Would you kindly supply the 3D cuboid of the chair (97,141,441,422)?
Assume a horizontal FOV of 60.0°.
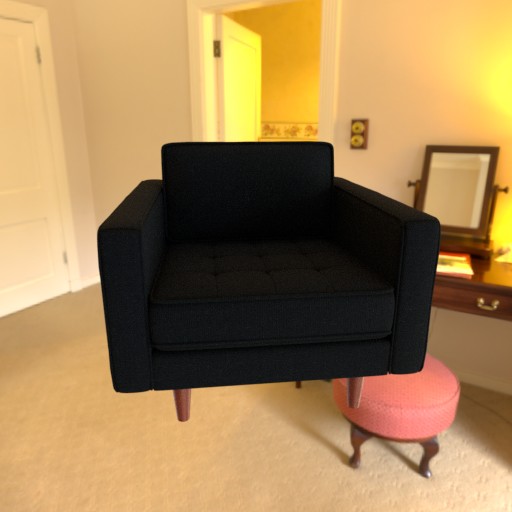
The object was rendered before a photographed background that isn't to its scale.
[{"bbox_3d":[0.000,0.000,1.576,0.899,0.770,0.920,-2,17,-6],"label":"chair"}]
